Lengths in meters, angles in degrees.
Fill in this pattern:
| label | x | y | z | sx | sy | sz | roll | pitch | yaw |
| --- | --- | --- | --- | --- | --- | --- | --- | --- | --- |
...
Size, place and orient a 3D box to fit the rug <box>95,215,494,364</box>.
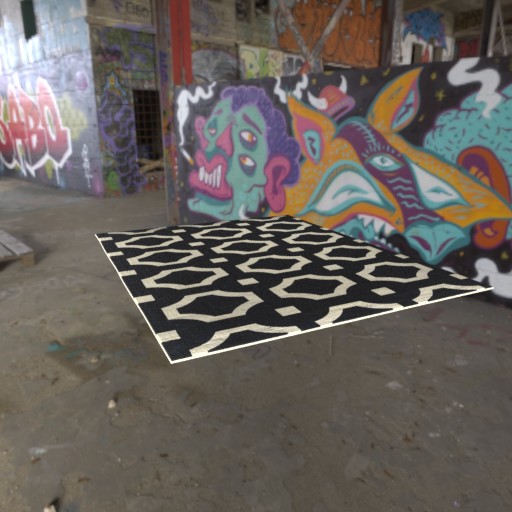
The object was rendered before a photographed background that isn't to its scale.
| label | x | y | z | sx | sy | sz | roll | pitch | yaw |
| --- | --- | --- | --- | --- | --- | --- | --- | --- | --- |
| rug | 0.000 | 0.000 | 4.100 | 2.466 | 0.021 | 3.049 | -8 | 18 | -25 |
